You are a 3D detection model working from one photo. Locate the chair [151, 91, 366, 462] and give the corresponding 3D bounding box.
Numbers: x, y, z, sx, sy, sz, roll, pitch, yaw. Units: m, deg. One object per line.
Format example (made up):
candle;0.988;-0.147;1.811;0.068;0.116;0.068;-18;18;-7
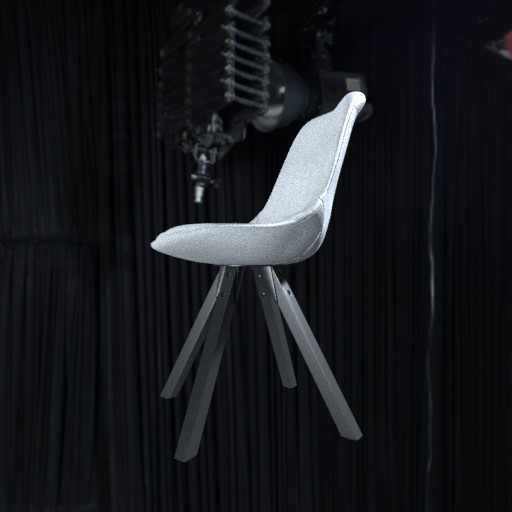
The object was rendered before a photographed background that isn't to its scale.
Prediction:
chair;0.000;0.000;1.194;0.550;0.850;0.485;0;0;-17
